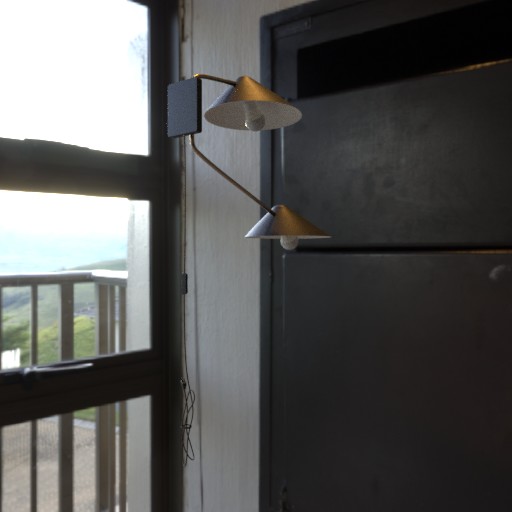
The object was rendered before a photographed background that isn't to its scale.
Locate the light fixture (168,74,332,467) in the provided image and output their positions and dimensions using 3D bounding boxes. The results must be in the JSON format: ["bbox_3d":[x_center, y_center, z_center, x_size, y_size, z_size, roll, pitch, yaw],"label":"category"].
[{"bbox_3d":[0.000,0.000,0.858,0.189,0.665,0.422,0,0,35],"label":"light fixture"}]
